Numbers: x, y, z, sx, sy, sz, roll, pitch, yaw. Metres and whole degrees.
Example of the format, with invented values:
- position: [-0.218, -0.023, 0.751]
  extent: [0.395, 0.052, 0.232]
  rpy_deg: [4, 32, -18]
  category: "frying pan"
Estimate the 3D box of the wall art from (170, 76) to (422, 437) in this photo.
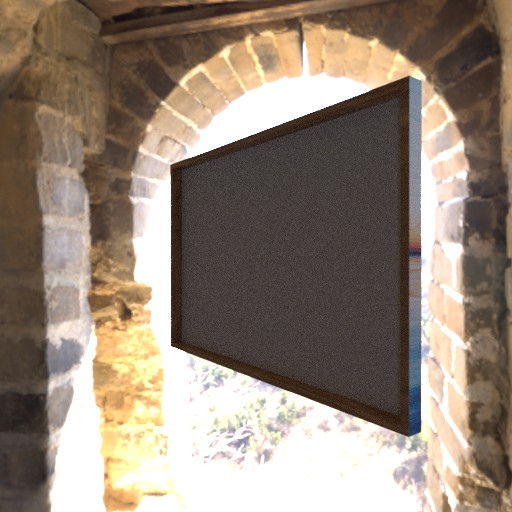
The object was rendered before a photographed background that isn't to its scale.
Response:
- position: [0.000, 0.000, 1.117]
  extent: [0.037, 0.605, 0.911]
  rpy_deg: [0, 0, -36]
  category: "wall art"
